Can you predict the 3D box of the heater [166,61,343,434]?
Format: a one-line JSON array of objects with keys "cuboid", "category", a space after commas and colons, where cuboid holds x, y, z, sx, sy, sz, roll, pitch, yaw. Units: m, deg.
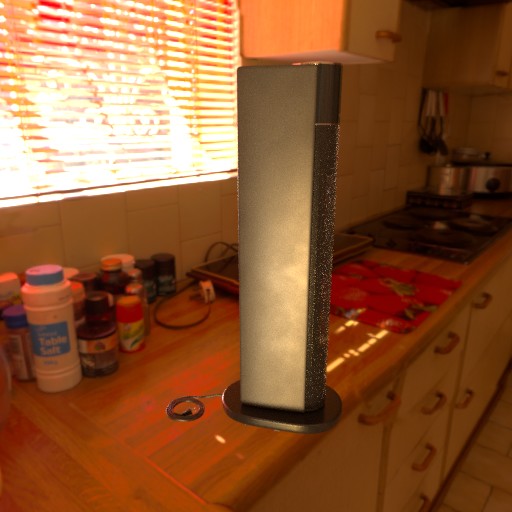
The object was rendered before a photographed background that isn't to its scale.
[{"cuboid": [0.000, 0.000, 1.079, 0.458, 0.856, 0.214, 3, 17, 10], "category": "heater"}]
